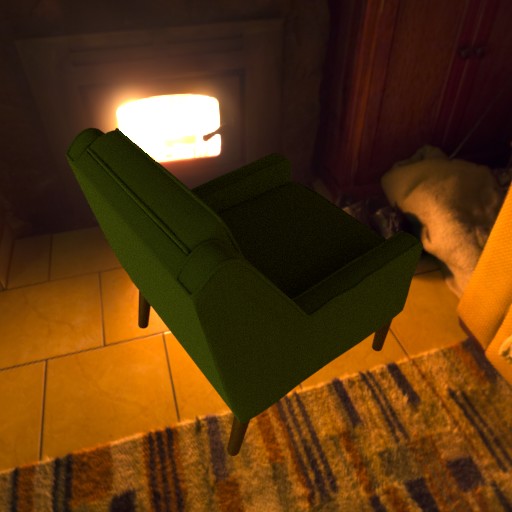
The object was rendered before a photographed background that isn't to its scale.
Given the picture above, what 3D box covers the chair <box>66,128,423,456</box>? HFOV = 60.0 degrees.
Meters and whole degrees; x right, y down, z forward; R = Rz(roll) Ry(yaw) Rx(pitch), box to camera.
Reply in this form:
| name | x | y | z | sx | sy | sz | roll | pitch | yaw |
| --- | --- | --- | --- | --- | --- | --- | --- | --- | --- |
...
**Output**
| name | x | y | z | sx | sy | sz | roll | pitch | yaw |
| --- | --- | --- | --- | --- | --- | --- | --- | --- | --- |
| chair | 0.000 | 0.000 | 1.320 | 0.743 | 0.792 | 0.663 | -26 | 48 | -27 |
